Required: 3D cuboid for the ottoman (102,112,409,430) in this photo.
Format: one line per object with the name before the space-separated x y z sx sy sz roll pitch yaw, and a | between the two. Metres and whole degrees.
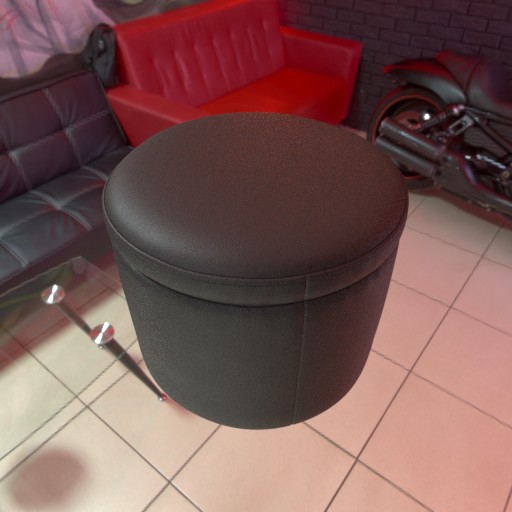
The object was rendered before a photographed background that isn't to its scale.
ottoman | 0.000 0.000 0.846 0.500 0.409 0.500 0 41 0
